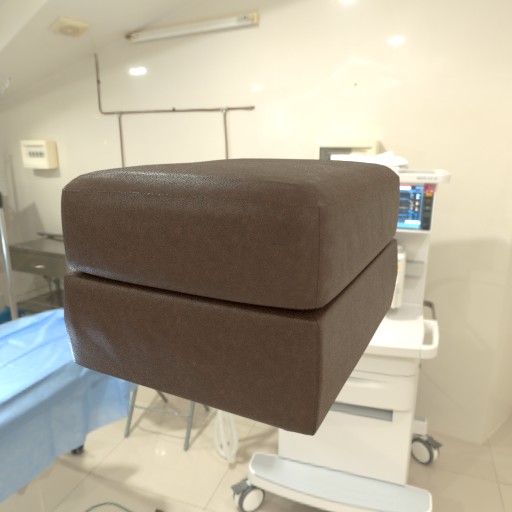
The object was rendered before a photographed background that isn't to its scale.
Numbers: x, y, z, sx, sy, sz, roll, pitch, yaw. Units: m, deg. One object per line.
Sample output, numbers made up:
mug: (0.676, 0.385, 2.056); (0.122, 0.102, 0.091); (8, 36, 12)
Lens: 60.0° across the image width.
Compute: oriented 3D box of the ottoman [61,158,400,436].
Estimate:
ottoman: (0.000, 0.000, 1.141); (0.603, 0.476, 0.751); (7, 16, 26)
